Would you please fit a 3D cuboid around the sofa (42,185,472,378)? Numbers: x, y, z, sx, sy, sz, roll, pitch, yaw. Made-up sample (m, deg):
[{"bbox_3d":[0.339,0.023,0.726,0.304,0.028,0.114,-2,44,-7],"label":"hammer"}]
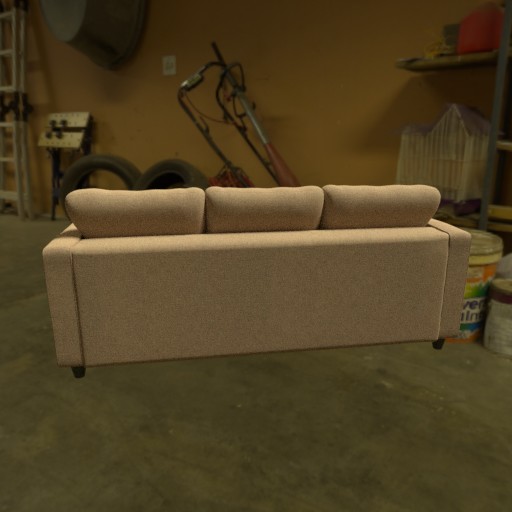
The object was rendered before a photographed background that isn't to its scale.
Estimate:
[{"bbox_3d":[0.000,0.000,2.360,1.855,0.800,0.930,-2,16,-9],"label":"sofa"}]
